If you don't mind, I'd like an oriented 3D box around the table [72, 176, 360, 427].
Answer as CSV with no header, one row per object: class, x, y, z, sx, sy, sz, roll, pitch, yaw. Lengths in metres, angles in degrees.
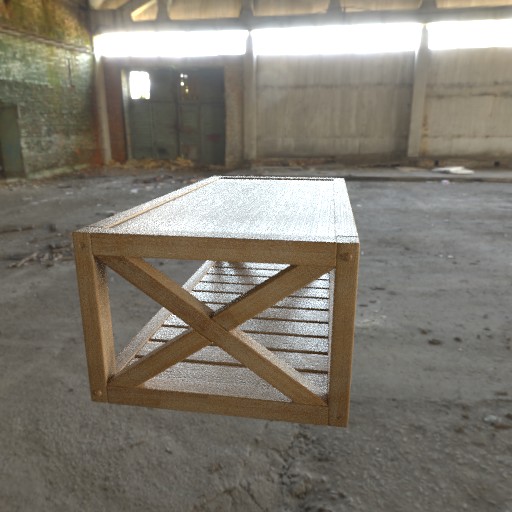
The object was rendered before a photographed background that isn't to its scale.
table,0.000,0.000,1.666,0.660,0.457,1.321,3,16,9
